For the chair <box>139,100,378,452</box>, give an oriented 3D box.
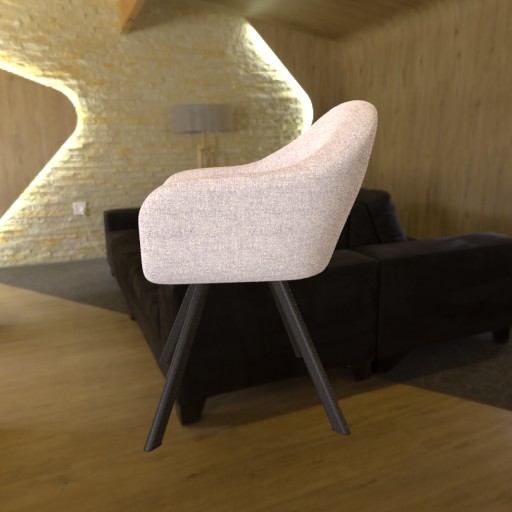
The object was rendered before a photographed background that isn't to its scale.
[{"bbox_3d":[0.000,0.000,1.165,0.570,0.780,0.540,-2,13,-7],"label":"chair"}]
